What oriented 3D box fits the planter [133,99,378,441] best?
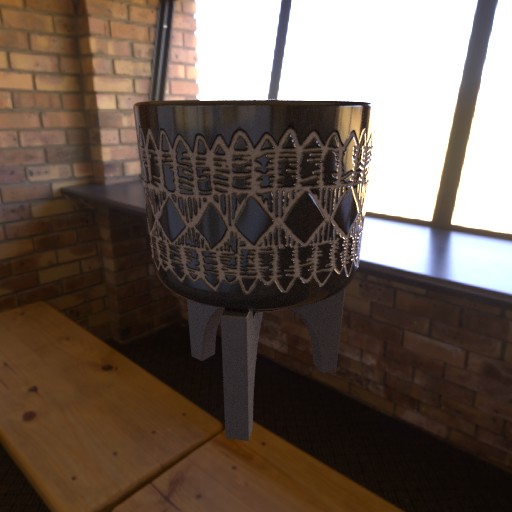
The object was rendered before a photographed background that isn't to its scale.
[{"bbox_3d":[0.000,0.000,0.405,0.196,0.264,0.196,3,18,10],"label":"planter"}]
